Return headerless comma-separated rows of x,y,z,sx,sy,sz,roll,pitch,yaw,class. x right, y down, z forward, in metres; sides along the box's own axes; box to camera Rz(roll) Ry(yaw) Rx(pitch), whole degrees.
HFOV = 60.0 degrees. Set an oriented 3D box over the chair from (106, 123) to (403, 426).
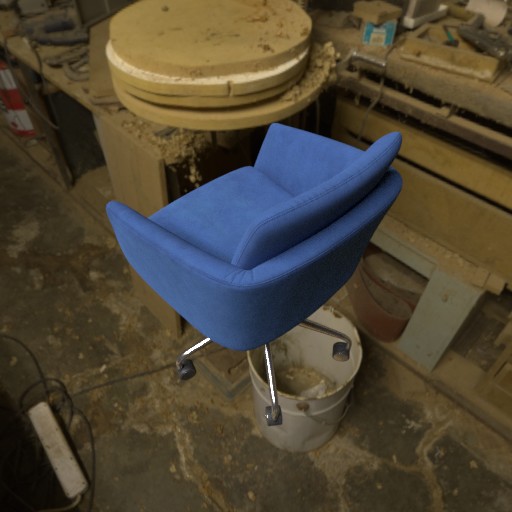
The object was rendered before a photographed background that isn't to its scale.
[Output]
0.000,0.000,1.335,0.641,0.908,0.635,-35,56,-28,chair
